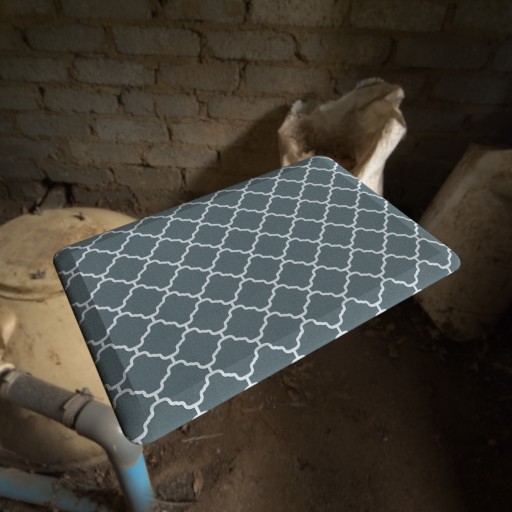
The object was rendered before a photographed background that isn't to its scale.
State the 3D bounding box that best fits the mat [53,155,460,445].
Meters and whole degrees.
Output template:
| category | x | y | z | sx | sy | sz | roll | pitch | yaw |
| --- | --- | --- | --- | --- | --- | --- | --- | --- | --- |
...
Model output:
| category | x | y | z | sx | sy | sz | roll | pitch | yaw |
| --- | --- | --- | --- | --- | --- | --- | --- | --- | --- |
| mat | 0.000 | 0.000 | 0.962 | 0.762 | 0.021 | 0.508 | -24 | 50 | -22 |
